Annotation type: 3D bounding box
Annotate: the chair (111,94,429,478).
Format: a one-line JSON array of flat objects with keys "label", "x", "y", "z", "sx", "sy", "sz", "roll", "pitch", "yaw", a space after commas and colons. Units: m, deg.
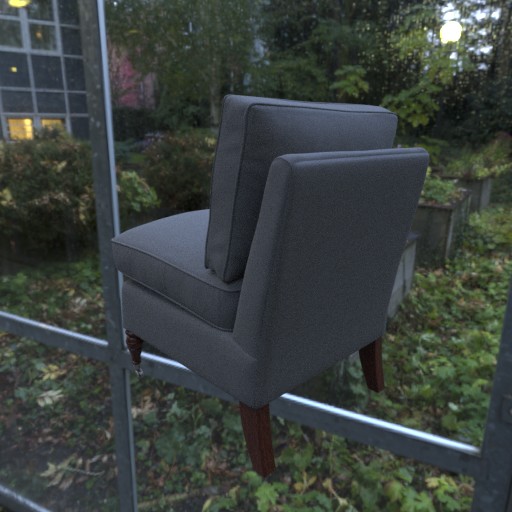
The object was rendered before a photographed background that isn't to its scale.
[{"label": "chair", "x": 0.000, "y": 0.000, "z": 1.612, "sx": 0.724, "sy": 1.045, "sz": 0.924, "roll": -15, "pitch": 21, "yaw": -42}]
